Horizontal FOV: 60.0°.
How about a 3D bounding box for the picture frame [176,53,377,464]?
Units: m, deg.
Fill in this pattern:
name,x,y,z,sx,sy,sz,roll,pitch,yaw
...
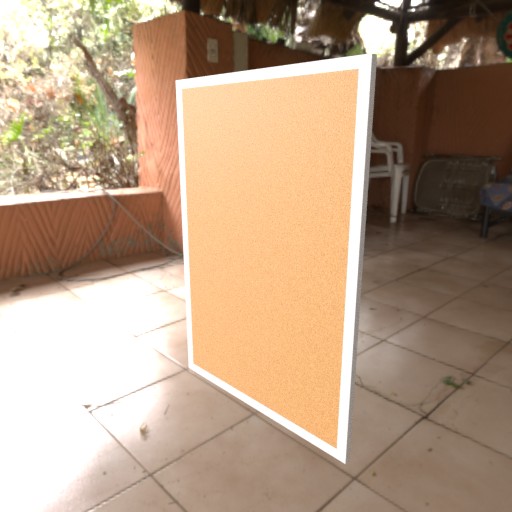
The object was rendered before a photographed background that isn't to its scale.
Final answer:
name,x,y,z,sx,sy,sz,roll,pitch,yaw
picture frame,0.000,0.000,0.843,0.013,0.657,0.457,-15,21,-42
